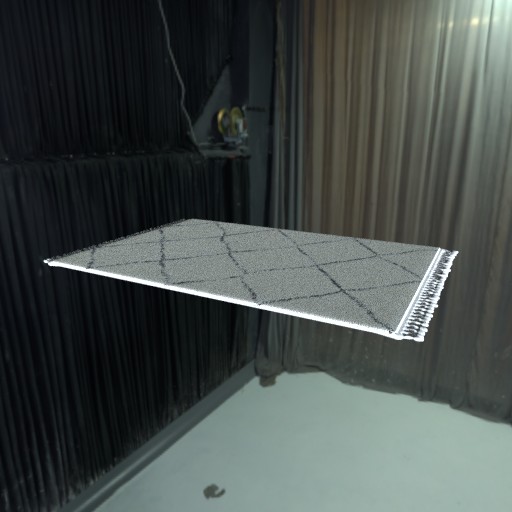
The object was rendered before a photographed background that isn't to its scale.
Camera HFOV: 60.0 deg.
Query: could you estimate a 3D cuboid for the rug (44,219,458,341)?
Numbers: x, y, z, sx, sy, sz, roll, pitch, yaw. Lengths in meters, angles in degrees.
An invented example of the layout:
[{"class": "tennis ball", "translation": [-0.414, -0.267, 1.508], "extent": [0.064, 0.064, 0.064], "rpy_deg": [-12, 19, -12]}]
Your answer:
[{"class": "rug", "translation": [0.000, 0.000, 2.893], "extent": [2.307, 0.031, 1.494], "rpy_deg": [9, 18, 27]}]
